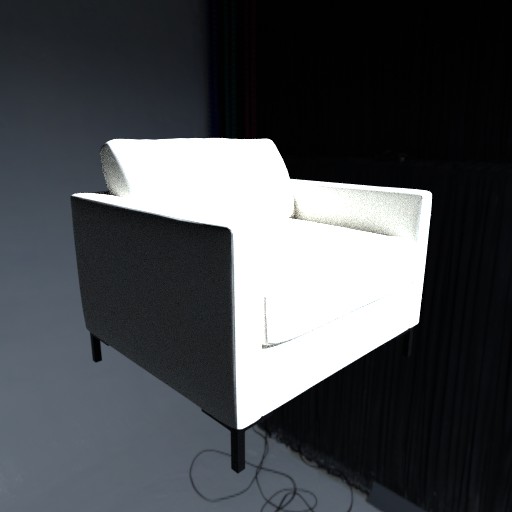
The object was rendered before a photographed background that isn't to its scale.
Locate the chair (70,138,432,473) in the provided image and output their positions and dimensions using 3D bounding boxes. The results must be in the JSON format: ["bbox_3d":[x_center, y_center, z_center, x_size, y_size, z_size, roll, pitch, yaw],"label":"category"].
[{"bbox_3d":[0.000,0.000,1.573,0.964,0.806,0.875,-14,20,-42],"label":"chair"}]
